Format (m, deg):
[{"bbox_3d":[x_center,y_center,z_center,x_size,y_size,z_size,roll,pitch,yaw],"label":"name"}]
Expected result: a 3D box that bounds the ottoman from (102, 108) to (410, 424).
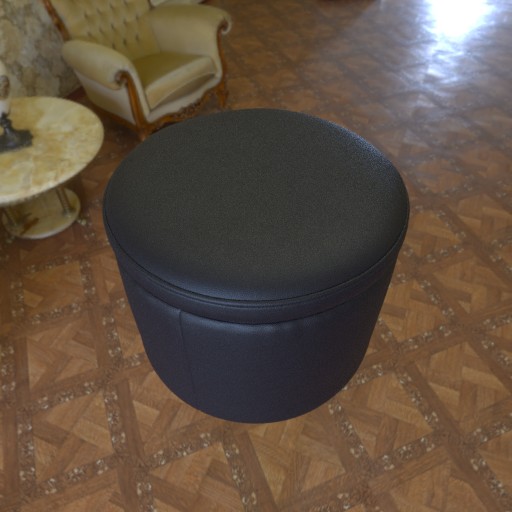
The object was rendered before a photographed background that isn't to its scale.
[{"bbox_3d":[0.000,0.000,0.857,0.501,0.409,0.501,0,46,0],"label":"ottoman"}]
